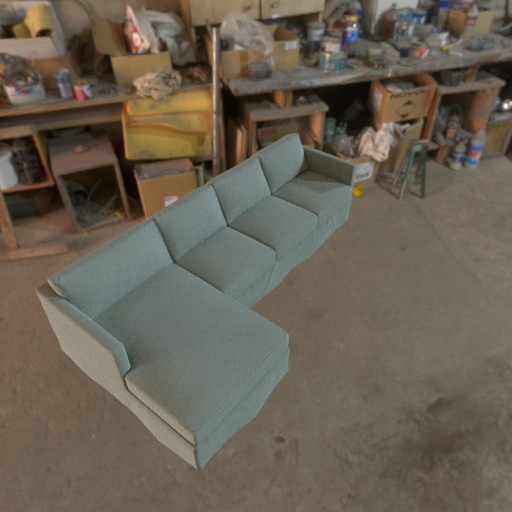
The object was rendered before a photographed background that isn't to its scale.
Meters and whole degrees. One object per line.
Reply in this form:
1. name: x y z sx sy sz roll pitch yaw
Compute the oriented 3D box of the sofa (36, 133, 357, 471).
1. sofa: 0.000 0.000 3.966 1.650 0.922 3.205 27 47 29
